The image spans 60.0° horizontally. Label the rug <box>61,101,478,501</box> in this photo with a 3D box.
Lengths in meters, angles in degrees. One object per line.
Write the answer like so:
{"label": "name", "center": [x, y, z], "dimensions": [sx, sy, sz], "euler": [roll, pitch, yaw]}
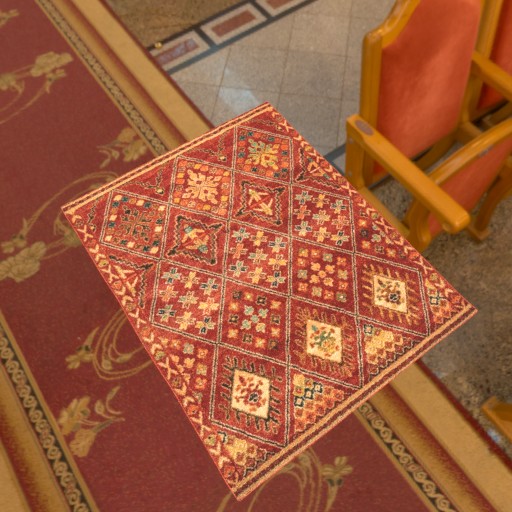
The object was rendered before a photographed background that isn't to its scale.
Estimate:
{"label": "rug", "center": [0.000, 0.000, 4.057], "dimensions": [2.489, 0.030, 3.086], "euler": [-32, 67, -16]}
